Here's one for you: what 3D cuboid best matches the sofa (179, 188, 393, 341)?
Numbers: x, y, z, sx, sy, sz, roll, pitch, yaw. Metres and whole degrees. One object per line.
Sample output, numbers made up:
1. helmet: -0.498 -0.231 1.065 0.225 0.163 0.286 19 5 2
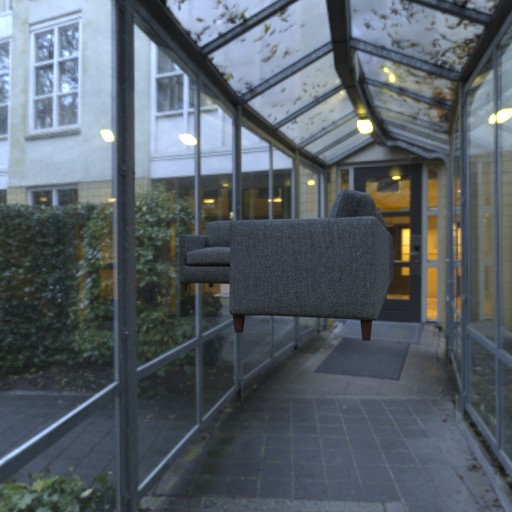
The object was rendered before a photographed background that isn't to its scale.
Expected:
1. sofa: 0.000 0.000 4.477 2.593 0.947 3.302 0 1 18
